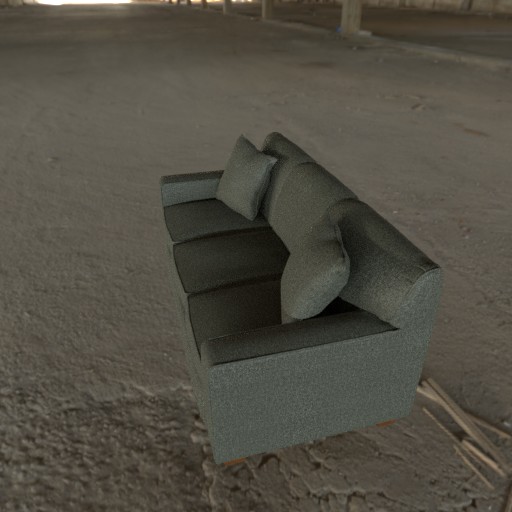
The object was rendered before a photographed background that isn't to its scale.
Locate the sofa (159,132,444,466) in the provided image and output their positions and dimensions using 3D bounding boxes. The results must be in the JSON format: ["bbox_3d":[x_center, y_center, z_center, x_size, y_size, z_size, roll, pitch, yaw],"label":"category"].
[{"bbox_3d":[0.000,0.000,2.611,0.997,0.958,2.024,-8,32,-13],"label":"sofa"}]
